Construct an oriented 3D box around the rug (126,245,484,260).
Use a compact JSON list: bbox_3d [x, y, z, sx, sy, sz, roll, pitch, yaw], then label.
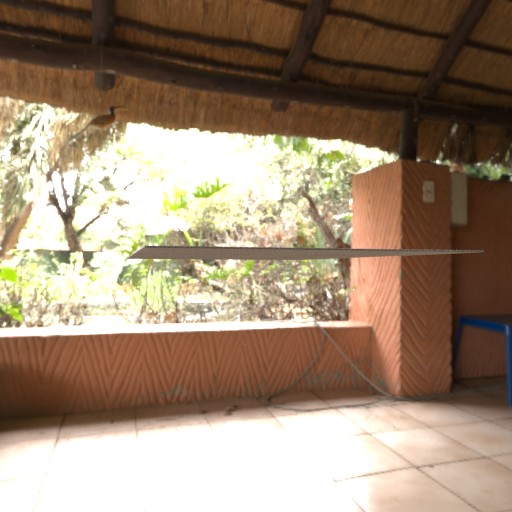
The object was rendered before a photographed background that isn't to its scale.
[{"bbox_3d":[0.000,0.000,2.950,1.593,0.008,2.238,1,-2,-18],"label":"rug"}]
